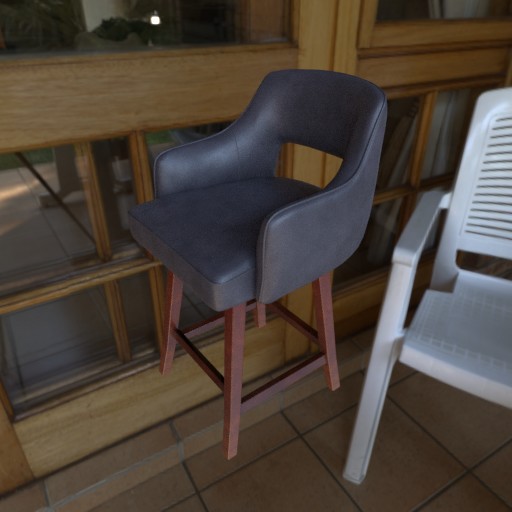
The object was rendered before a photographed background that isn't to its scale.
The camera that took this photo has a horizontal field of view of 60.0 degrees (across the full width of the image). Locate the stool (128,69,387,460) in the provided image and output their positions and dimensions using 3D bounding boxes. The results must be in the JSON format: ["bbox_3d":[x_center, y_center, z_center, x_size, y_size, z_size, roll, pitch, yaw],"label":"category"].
[{"bbox_3d":[0.000,0.000,1.266,0.560,0.936,0.550,-21,37,-31],"label":"stool"}]
